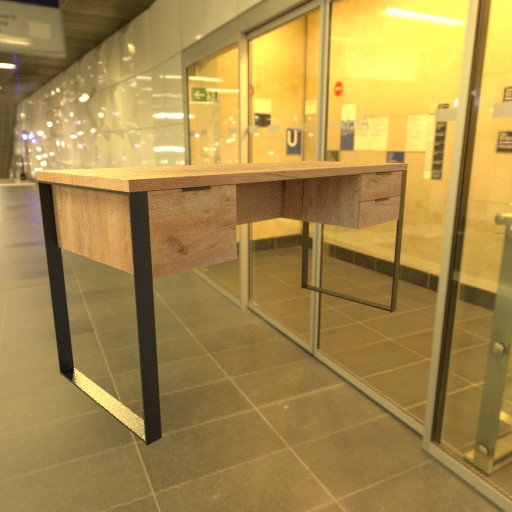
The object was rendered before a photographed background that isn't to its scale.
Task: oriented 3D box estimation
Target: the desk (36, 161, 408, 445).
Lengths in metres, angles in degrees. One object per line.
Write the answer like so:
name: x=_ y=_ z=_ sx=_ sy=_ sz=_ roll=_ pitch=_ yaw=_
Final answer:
desk: x=0.000 y=0.000 z=1.919 sx=0.600 sy=0.760 sz=1.520 roll=13 pitch=19 yaw=42
